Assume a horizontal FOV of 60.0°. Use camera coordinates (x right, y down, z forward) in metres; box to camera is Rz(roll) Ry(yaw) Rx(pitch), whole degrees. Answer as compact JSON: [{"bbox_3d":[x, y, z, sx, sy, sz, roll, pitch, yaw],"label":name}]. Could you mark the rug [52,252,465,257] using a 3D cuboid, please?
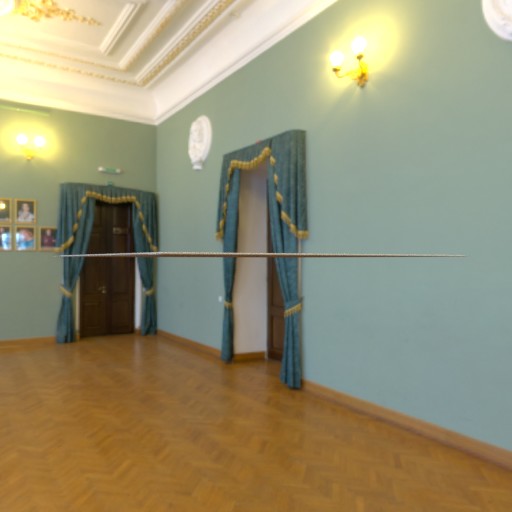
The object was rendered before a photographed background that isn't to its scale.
[{"bbox_3d":[0.000,0.000,4.088,3.051,0.013,2.380,0,-1,-35],"label":"rug"}]
